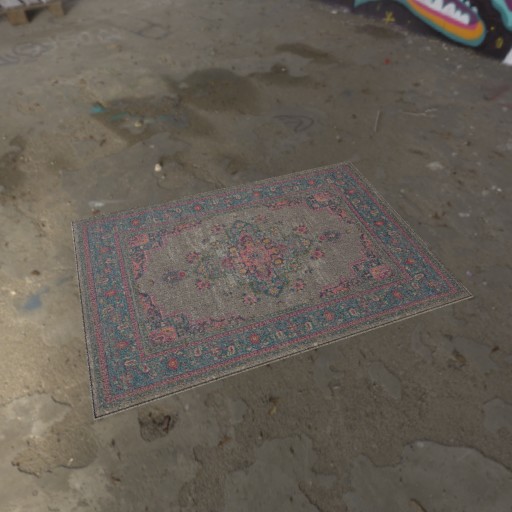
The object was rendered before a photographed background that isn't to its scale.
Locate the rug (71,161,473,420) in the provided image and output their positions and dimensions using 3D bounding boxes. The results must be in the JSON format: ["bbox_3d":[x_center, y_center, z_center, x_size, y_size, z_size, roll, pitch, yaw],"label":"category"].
[{"bbox_3d":[0.000,0.000,3.770,2.890,0.013,2.005,-15,47,-14],"label":"rug"}]
